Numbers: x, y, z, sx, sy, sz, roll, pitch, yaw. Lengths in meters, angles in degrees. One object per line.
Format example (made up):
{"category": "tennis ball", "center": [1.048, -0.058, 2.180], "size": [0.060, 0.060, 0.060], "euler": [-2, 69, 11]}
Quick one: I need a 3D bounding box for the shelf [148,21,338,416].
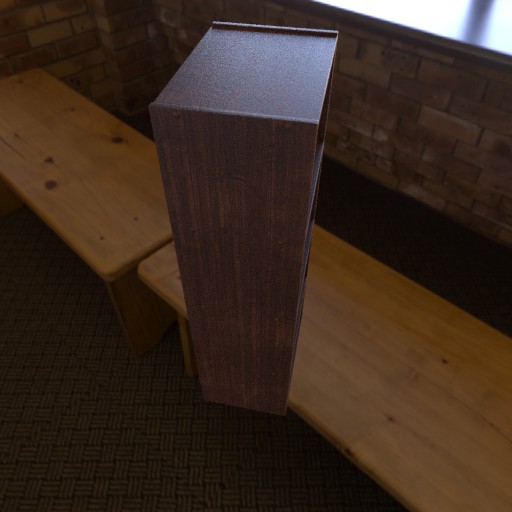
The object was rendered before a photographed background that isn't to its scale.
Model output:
{"category": "shelf", "center": [0.000, 0.000, 1.271], "size": [0.290, 1.099, 0.415], "euler": [9, 47, 8]}
